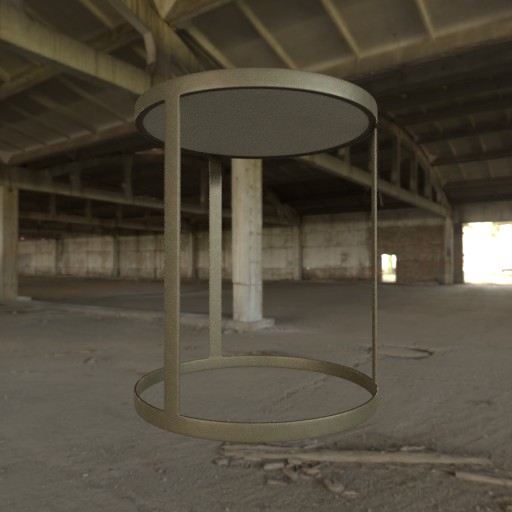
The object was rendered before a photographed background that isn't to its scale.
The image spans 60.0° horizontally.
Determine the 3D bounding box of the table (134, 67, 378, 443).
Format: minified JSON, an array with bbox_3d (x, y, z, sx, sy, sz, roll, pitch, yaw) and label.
[{"bbox_3d":[0.000,0.000,0.906,0.480,0.565,0.480,0,-1,0],"label":"table"}]
